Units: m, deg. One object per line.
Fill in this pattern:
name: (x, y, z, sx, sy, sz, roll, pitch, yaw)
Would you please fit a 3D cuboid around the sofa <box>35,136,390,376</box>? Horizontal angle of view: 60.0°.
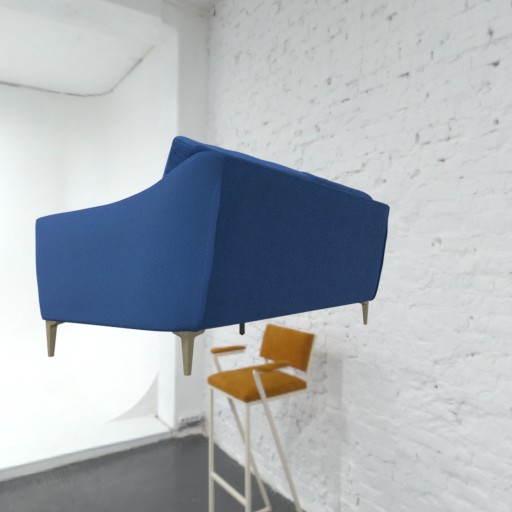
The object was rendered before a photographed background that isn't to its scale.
sofa: (0.000, 0.000, 2.484, 0.960, 0.903, 2.036, -1, -1, 36)
